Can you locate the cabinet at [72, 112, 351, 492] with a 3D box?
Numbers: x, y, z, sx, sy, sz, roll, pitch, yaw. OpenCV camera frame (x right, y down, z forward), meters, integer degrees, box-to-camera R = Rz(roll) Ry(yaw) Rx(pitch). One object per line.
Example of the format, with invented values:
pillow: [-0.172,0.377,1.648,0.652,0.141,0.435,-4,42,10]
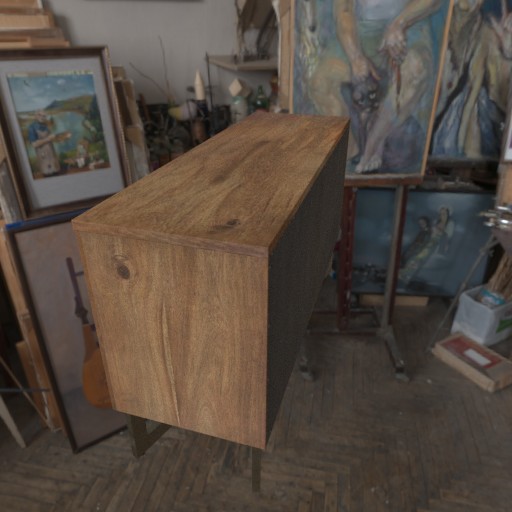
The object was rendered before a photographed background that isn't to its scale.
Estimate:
cabinet: [0.000,0.000,1.697,0.480,0.812,1.373,8,29,15]
